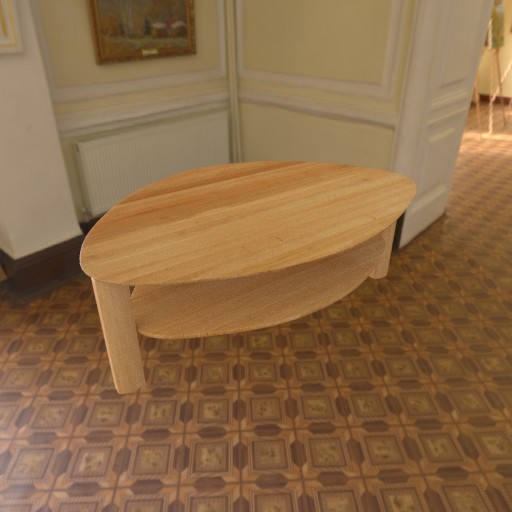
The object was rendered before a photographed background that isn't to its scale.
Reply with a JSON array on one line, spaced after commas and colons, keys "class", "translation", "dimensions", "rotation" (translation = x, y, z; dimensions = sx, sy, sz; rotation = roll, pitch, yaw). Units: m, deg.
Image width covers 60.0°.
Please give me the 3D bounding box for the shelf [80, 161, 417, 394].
[{"class": "shelf", "translation": [0.000, 0.000, 1.637], "dimensions": [1.246, 0.440, 0.845], "rotation": [-19, 35, -30]}]
